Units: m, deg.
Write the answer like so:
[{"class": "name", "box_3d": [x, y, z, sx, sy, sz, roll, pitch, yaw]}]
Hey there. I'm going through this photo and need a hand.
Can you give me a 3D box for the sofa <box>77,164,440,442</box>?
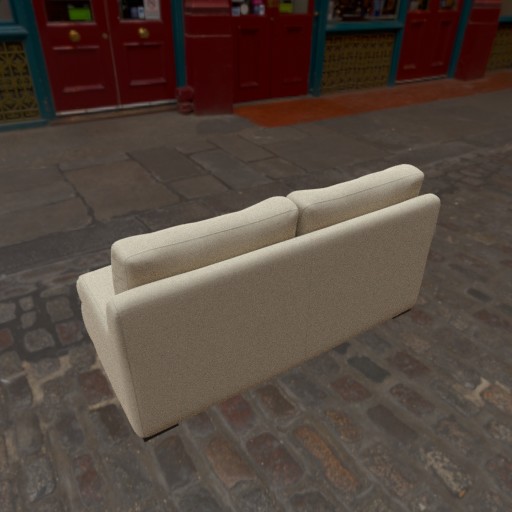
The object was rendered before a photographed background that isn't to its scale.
[{"class": "sofa", "box_3d": [0.000, 0.000, 2.535, 1.885, 0.967, 0.962, -18, 36, -28]}]
